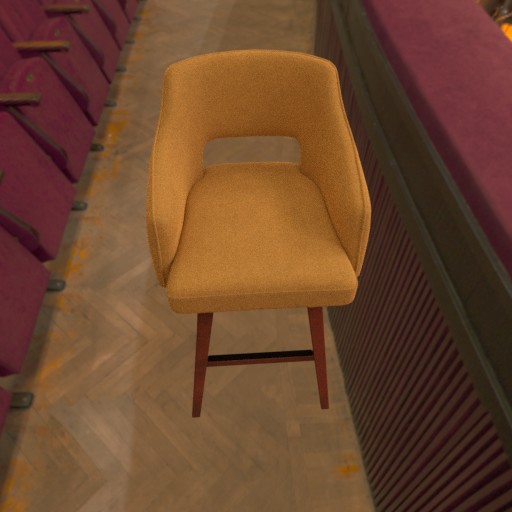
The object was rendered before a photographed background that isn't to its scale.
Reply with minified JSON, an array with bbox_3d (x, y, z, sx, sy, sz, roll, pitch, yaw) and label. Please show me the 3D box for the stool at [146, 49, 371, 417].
[{"bbox_3d":[0.000,0.000,1.344,0.548,1.012,0.558,-3,47,-3],"label":"stool"}]
